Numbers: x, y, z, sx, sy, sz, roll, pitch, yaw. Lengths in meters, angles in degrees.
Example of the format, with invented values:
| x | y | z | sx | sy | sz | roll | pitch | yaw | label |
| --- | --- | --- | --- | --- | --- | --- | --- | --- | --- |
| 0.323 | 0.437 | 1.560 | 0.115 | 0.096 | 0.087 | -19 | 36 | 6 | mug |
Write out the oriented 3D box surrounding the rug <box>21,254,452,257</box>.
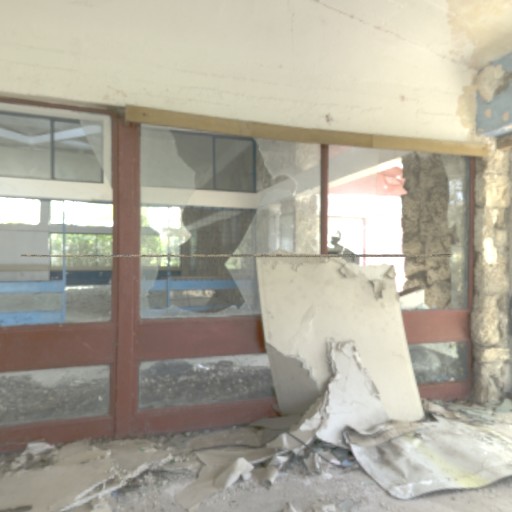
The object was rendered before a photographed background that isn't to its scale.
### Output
| x | y | z | sx | sy | sz | roll | pitch | yaw | label |
| --- | --- | --- | --- | --- | --- | --- | --- | --- | --- |
| 0.000 | 0.000 | 4.237 | 3.228 | 0.024 | 2.443 | 0 | 0 | 18 | rug |
